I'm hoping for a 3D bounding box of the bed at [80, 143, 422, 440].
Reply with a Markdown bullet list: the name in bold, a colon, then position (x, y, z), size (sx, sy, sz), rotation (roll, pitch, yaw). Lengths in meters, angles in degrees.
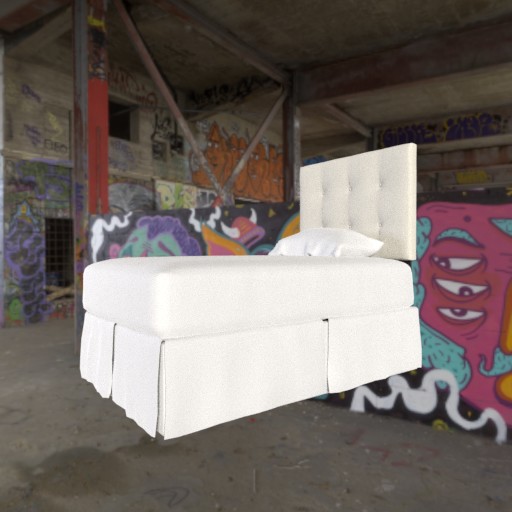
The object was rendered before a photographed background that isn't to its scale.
- **bed**: position (0.000, 0.000, 2.959), size (1.997, 1.571, 1.261), rotation (0, 1, -37)
